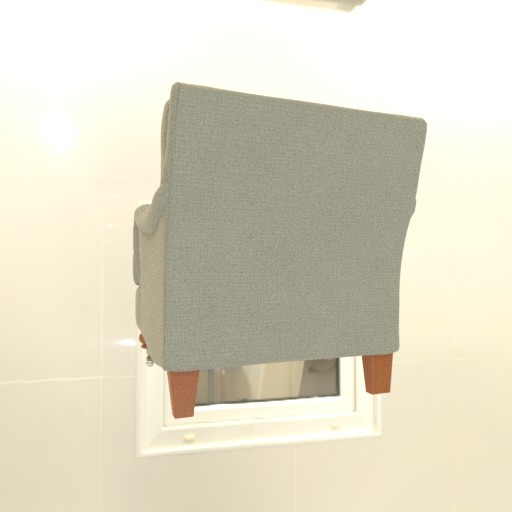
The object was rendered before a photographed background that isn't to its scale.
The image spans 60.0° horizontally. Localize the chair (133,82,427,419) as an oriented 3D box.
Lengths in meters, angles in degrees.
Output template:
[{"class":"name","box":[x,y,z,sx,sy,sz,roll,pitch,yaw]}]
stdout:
[{"class":"chair","box":[0.000,0.000,1.847,0.955,1.038,1.070,0,-1,-21]}]
